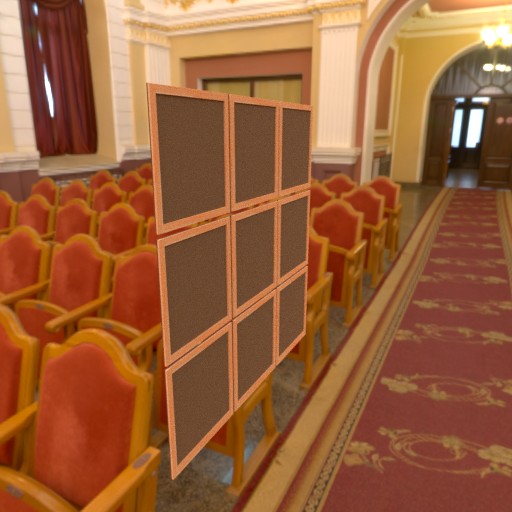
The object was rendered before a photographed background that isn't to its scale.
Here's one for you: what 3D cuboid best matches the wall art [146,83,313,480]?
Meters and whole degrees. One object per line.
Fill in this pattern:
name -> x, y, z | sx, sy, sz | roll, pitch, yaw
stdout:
wall art -> 0.000, 0.000, 2.266 | 0.013, 1.525, 1.520 | 8, 18, 26
